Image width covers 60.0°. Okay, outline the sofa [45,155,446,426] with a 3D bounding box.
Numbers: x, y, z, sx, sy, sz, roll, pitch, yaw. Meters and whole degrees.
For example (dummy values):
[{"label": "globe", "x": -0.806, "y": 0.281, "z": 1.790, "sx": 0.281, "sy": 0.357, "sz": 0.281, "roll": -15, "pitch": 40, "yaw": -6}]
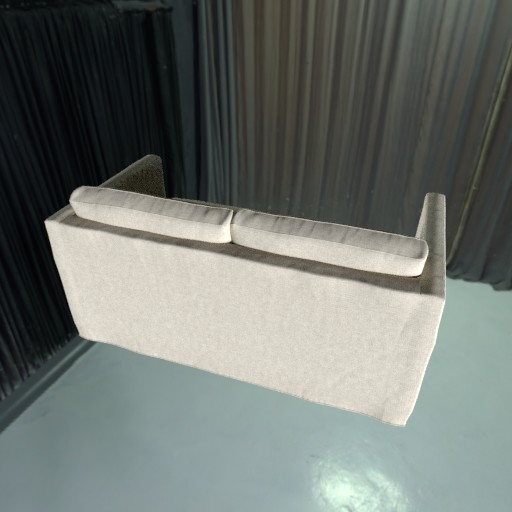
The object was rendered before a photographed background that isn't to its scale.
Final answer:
[{"label": "sofa", "x": 0.000, "y": 0.000, "z": 2.300, "sx": 1.766, "sy": 0.828, "sz": 0.956, "roll": 11, "pitch": 35, "yaw": 16}]
